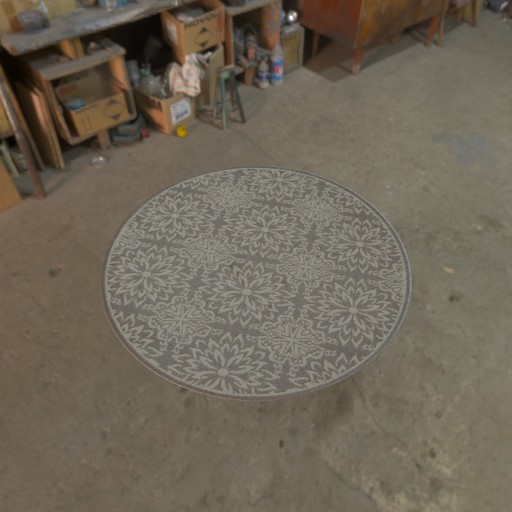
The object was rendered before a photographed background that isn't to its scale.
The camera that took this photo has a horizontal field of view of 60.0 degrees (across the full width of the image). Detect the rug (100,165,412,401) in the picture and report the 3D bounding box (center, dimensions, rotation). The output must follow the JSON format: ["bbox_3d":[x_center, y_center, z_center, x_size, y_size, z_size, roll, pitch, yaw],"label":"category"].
[{"bbox_3d":[0.000,0.000,2.331,1.593,0.012,1.593,0,47,0],"label":"rug"}]
